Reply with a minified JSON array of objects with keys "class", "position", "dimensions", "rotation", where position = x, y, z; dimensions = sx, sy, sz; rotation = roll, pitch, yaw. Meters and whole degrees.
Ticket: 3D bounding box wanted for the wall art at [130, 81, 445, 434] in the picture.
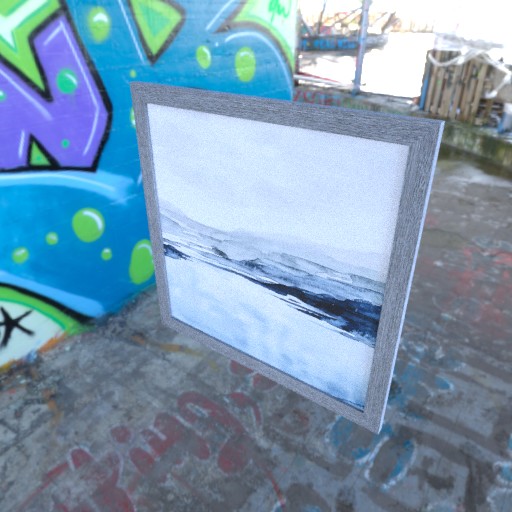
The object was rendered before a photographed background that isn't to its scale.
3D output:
[{"class":"wall art","position":[0.000,0.000,1.002],"dimensions":[0.685,0.685,0.020],"rotation":[19,35,30]}]
